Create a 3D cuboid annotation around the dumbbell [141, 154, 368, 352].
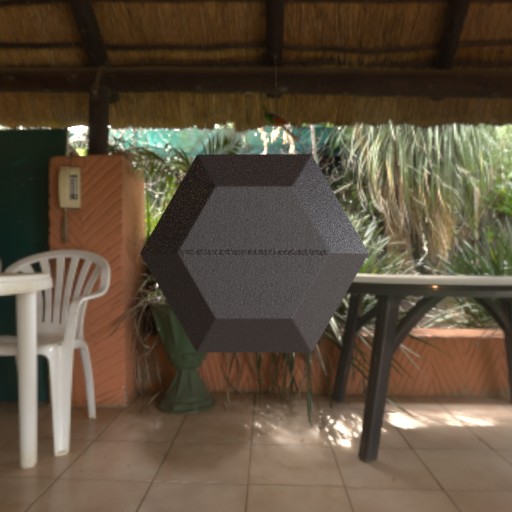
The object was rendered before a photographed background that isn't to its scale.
[{"bbox_3d":[0.000,0.000,0.354,0.116,0.101,0.297,0,-1,0],"label":"dumbbell"}]
